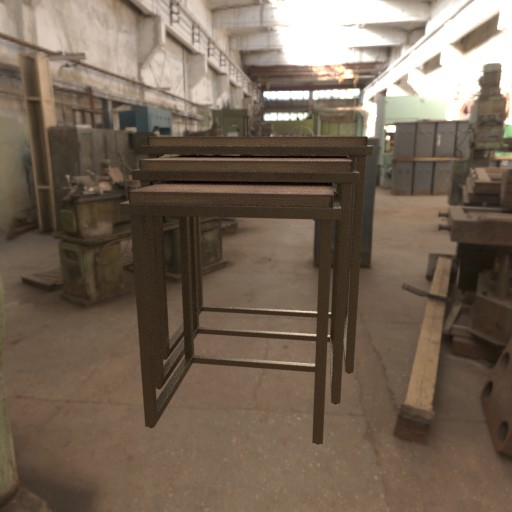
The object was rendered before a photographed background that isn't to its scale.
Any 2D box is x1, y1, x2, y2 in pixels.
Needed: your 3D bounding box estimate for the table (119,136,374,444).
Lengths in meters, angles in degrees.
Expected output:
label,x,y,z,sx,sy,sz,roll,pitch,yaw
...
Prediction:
label,x,y,z,sx,sy,sz,roll,pitch,yaw
table,0.000,0.000,1.173,0.559,0.610,0.706,2,15,8
